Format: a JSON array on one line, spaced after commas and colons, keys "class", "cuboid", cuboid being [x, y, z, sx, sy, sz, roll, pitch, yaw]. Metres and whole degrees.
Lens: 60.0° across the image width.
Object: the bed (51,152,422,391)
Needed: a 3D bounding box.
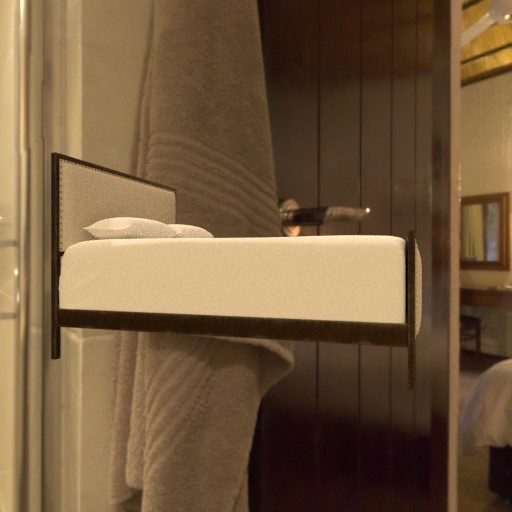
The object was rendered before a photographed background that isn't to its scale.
[{"class": "bed", "cuboid": [0.000, 0.000, 3.240, 2.221, 1.313, 1.607, 0, 0, 18]}]
